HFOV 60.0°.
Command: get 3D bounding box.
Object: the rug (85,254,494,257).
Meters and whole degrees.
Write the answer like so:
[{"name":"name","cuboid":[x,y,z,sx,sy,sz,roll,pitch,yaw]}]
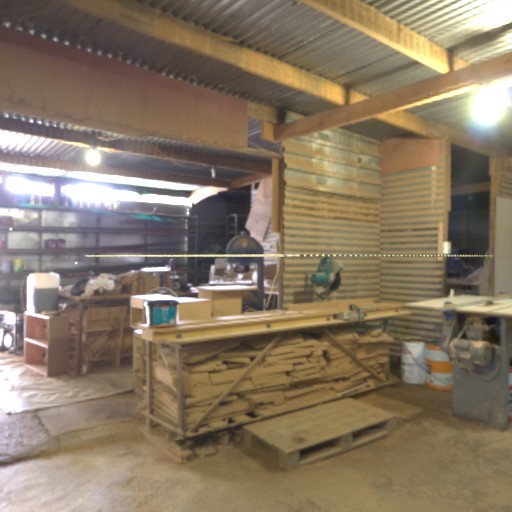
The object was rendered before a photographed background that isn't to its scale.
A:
[{"name":"rug","cuboid":[0.000,0.000,3.002,1.524,0.010,2.438,0,0,-38]}]
